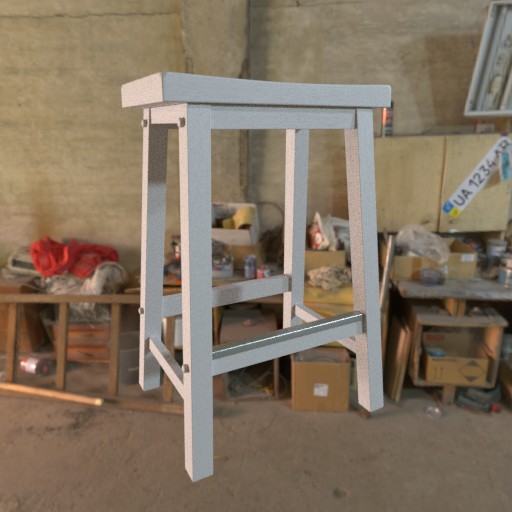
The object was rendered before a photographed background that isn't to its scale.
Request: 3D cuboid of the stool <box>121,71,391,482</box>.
[{"bbox_3d":[0.000,0.000,0.843,0.406,0.610,0.322,-9,18,-28],"label":"stool"}]
